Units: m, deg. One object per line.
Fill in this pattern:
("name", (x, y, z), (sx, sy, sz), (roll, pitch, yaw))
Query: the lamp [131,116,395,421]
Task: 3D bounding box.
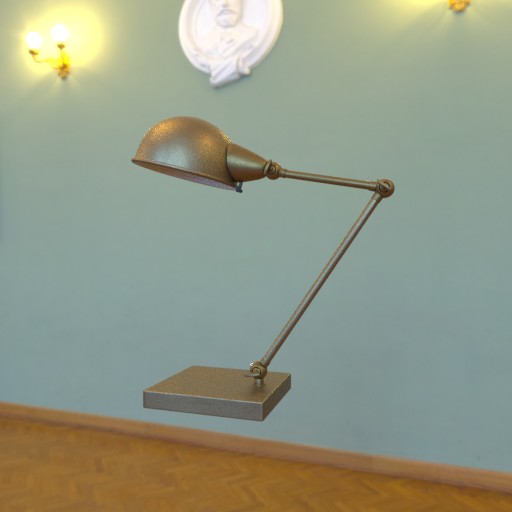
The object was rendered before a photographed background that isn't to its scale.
("lamp", (0.000, 0.000, 0.567), (0.339, 0.371, 0.149), (0, -1, 18))
